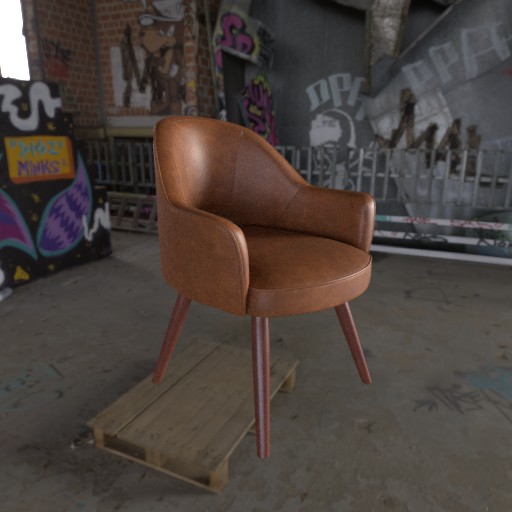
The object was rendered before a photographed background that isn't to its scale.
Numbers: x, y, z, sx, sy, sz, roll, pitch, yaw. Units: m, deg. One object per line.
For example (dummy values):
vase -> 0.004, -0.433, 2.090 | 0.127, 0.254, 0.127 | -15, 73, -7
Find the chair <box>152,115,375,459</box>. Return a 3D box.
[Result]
chair -> 0.000, 0.000, 1.259 | 0.591, 0.777, 0.640 | -15, 21, -43
